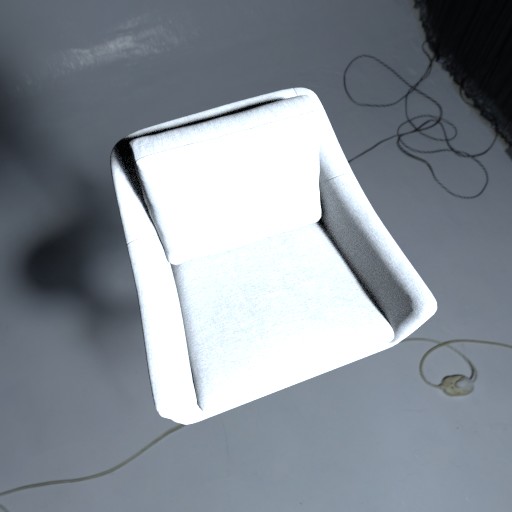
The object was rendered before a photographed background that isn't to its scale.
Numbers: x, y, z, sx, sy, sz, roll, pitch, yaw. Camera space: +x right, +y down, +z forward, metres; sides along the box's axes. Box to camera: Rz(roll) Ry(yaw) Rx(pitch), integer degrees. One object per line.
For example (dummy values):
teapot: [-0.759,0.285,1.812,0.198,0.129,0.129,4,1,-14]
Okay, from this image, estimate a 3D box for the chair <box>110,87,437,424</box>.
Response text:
chair: [0.000,0.000,1.727,0.986,0.902,0.961,-18,65,-9]
